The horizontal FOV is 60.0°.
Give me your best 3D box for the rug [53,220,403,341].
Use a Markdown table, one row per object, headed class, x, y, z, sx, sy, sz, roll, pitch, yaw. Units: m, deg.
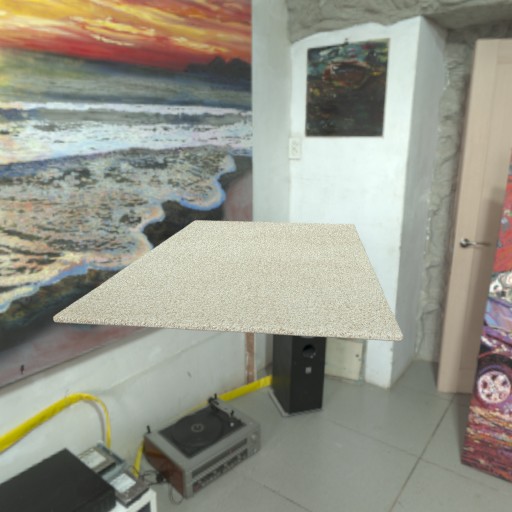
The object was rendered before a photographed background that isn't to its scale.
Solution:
| class | x | y | z | sx | sy | sz | roll | pitch | yaw |
| --- | --- | --- | --- | --- | --- | --- | --- | --- | --- |
| rug | 0.000 | 0.000 | 3.052 | 1.524 | 0.030 | 2.438 | 2 | 15 | 7 |
